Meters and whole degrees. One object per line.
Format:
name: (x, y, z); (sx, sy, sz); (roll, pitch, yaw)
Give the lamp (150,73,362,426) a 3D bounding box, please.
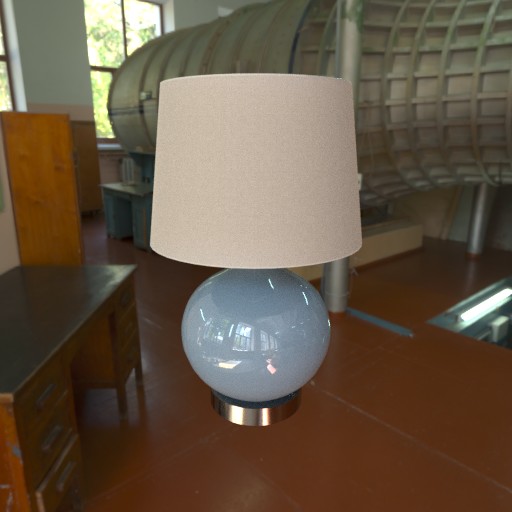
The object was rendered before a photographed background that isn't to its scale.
lamp: (0.000, 0.000, 0.535); (0.247, 0.387, 0.247); (0, 16, 0)
